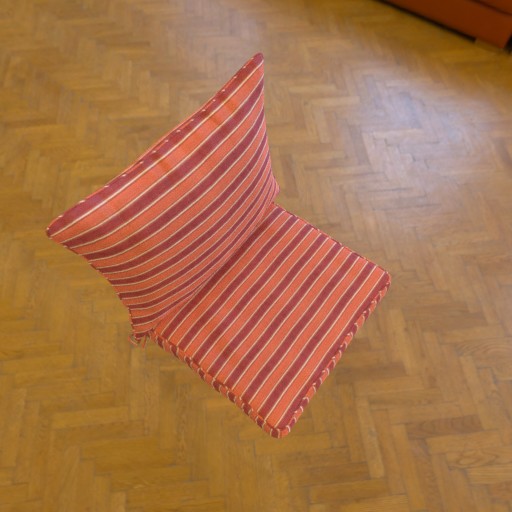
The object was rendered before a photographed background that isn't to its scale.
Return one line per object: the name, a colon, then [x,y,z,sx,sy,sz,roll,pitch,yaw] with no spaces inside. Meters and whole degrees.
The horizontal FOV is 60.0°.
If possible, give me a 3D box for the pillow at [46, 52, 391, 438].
pillow: [0.000,0.000,1.353,0.733,0.723,0.799,34,65,18]
